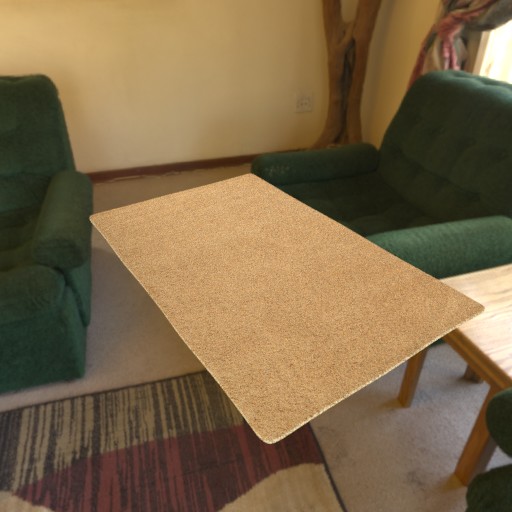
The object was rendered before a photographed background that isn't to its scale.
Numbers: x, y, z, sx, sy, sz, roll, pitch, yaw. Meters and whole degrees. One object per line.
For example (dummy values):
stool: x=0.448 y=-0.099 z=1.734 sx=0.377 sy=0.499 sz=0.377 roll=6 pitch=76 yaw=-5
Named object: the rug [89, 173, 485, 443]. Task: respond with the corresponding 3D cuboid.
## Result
rug: x=0.000 y=0.000 z=2.917 sx=1.500 sy=0.025 sz=2.349 roll=-20 pitch=38 yaw=-28
